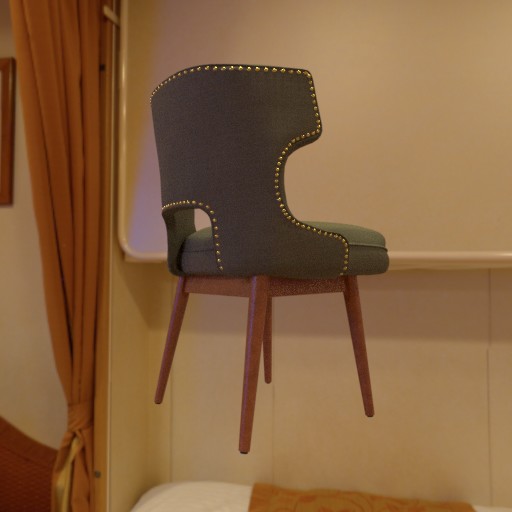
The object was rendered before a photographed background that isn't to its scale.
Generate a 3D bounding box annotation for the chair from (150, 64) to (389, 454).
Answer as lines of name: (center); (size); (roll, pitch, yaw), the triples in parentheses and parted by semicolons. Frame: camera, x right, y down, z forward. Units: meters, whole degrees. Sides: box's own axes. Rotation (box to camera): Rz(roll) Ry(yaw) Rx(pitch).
chair: (0.000, 0.000, 1.250); (0.581, 0.863, 0.595); (2, -3, -36)
